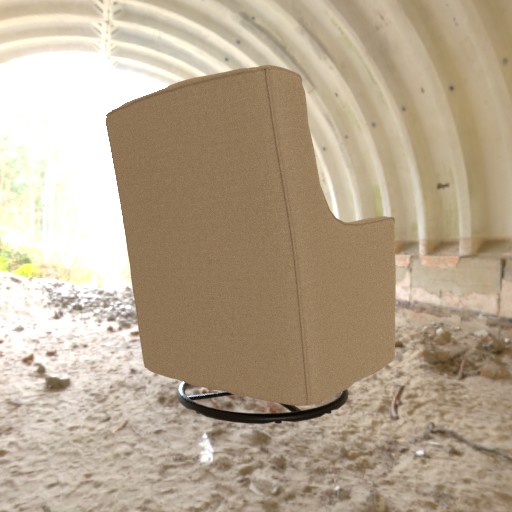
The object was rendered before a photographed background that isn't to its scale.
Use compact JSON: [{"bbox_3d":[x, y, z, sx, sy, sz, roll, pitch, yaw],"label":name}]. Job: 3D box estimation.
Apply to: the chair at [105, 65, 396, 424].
[{"bbox_3d":[0.000,0.000,1.573,0.732,0.993,0.879,0,0,36],"label":"chair"}]
